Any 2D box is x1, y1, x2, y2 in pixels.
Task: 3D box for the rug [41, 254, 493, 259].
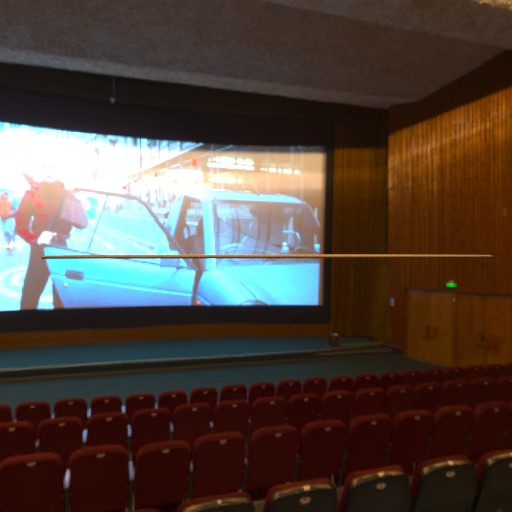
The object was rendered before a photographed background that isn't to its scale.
[{"bbox_3d":[0.000,0.000,2.285,1.847,0.012,1.224,0,0,-18],"label":"rug"}]
